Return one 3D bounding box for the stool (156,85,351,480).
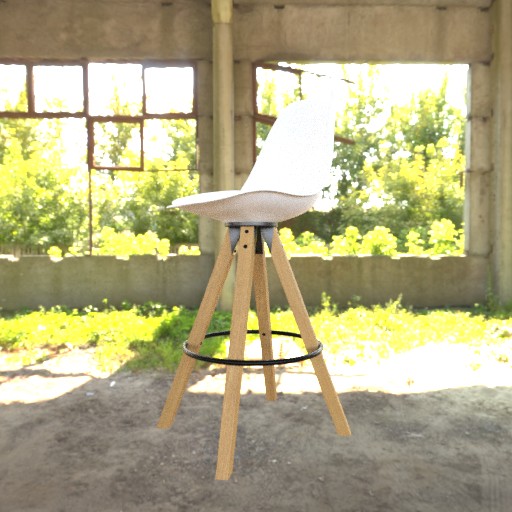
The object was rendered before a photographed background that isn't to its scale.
[{"bbox_3d":[0.000,0.000,1.409,0.549,1.115,0.482,-1,2,-35],"label":"stool"}]
